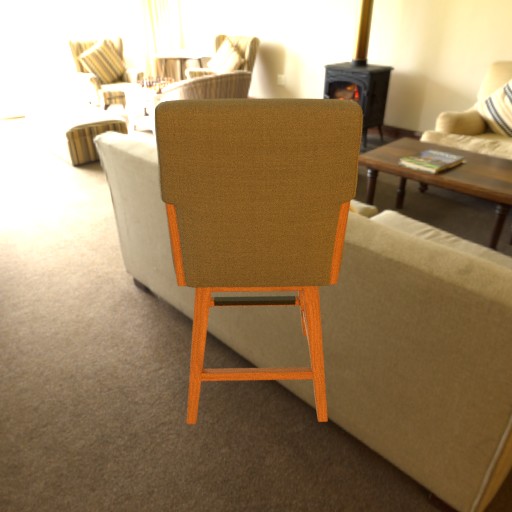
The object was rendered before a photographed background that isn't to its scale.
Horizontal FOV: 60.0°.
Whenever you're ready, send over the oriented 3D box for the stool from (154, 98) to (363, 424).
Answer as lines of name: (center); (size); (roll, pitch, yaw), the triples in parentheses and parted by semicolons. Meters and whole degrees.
stool: (0.000, 0.000, 1.360); (0.459, 1.019, 0.570); (-1, 30, -1)
